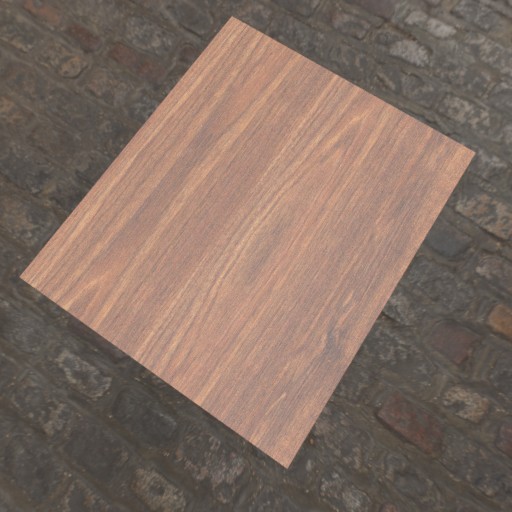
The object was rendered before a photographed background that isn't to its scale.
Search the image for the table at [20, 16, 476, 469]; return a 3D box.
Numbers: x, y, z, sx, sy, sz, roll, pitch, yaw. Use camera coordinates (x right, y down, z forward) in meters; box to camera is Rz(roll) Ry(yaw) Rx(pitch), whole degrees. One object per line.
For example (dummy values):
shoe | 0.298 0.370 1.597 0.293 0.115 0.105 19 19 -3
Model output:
table | 0.000 0.000 1.115 0.559 0.635 0.660 33 78 8
